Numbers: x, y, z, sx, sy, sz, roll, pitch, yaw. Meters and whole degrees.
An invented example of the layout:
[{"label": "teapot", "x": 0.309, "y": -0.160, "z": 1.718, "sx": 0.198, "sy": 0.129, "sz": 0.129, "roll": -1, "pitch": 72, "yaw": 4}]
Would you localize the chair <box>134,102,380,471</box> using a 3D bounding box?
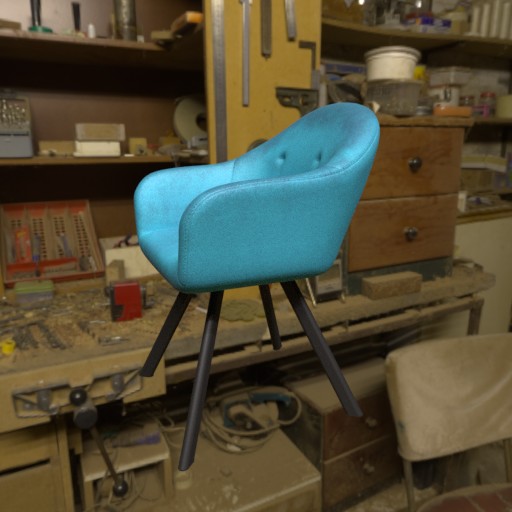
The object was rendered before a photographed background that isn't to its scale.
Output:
[{"label": "chair", "x": 0.000, "y": 0.000, "z": 1.163, "sx": 0.570, "sy": 0.780, "sz": 0.540, "roll": -6, "pitch": 15, "yaw": -24}]
